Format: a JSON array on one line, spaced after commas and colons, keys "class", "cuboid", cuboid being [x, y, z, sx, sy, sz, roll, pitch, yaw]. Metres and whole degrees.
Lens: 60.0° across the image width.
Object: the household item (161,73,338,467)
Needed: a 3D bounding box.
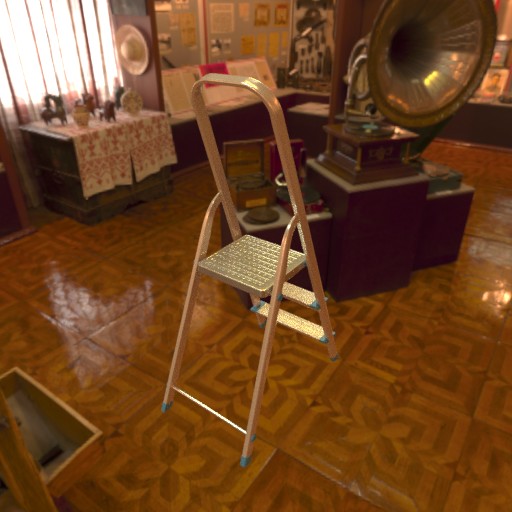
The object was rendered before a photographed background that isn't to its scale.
[{"class": "household item", "cuboid": [0.000, 0.000, 1.564, 0.420, 1.215, 0.687, 20, 35, 31]}]
